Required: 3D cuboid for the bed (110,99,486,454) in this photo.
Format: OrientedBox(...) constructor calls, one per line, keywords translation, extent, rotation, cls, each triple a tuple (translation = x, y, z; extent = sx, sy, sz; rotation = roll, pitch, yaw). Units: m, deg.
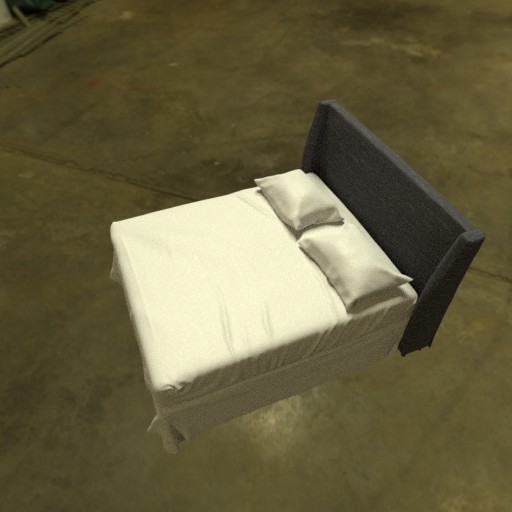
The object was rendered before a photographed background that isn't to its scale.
OrientedBox(translation=(0.000, 0.000, 3.456), extent=(2.276, 1.332, 1.925), rotation=(-17, 49, -15), cls="bed")
